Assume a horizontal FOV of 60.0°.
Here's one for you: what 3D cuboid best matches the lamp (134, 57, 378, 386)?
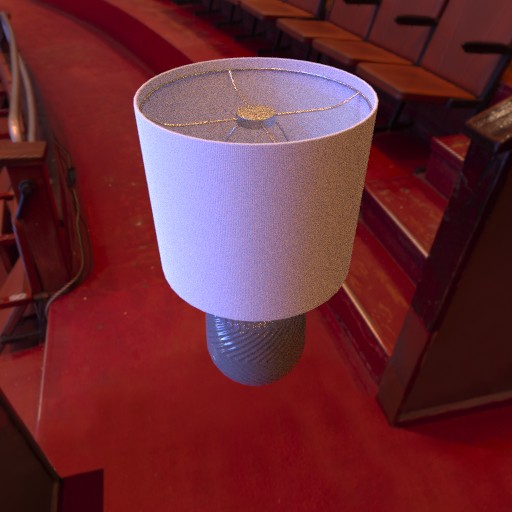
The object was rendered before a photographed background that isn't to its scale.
[{"bbox_3d":[0.000,0.000,0.498,0.207,0.366,0.207,-10,41,-12],"label":"lamp"}]
